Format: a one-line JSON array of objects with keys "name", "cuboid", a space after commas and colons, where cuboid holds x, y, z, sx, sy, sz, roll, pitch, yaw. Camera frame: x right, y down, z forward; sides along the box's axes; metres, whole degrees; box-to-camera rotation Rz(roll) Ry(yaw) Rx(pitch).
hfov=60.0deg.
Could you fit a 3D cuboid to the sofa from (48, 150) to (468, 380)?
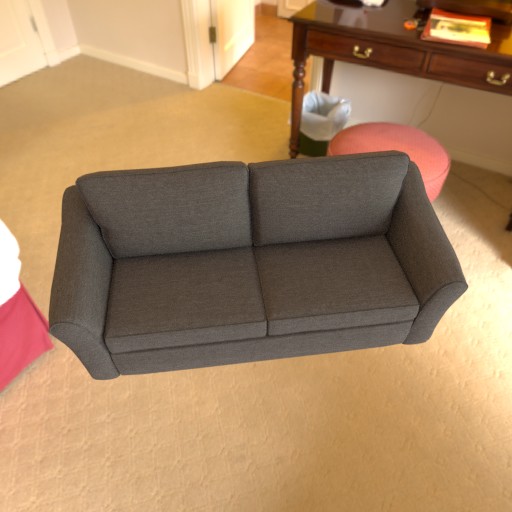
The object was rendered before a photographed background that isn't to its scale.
[{"name": "sofa", "cuboid": [0.000, 0.000, 2.689, 2.270, 0.950, 0.971, -5, 45, -5]}]
